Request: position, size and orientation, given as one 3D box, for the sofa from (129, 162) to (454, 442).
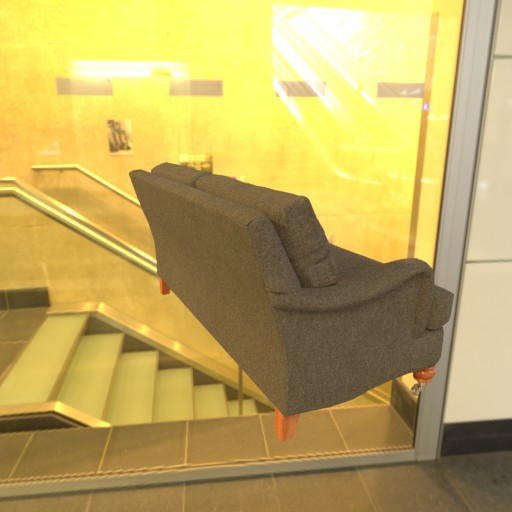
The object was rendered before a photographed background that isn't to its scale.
[{"bbox_3d":[0.000,0.000,2.749,1.087,1.054,2.160,-8,18,-25],"label":"sofa"}]
